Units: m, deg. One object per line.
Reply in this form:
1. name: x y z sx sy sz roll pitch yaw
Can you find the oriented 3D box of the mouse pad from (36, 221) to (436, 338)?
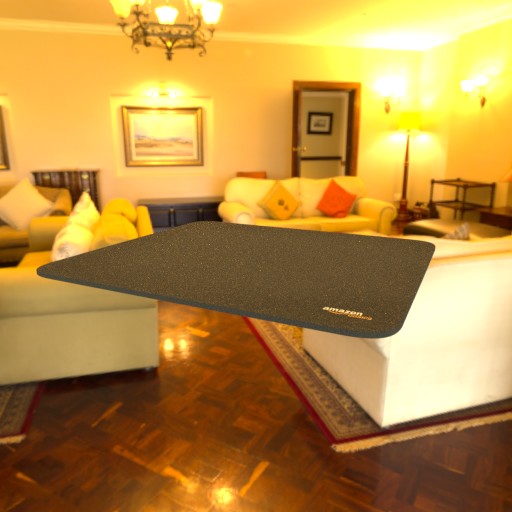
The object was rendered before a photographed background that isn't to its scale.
1. mouse pad: 0.000 0.000 0.320 0.229 0.003 0.203 7 16 25
